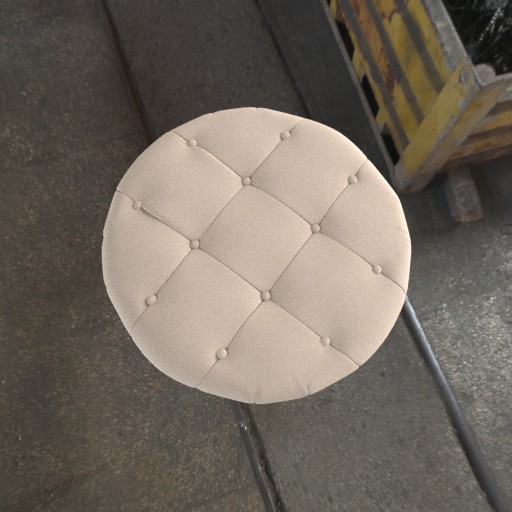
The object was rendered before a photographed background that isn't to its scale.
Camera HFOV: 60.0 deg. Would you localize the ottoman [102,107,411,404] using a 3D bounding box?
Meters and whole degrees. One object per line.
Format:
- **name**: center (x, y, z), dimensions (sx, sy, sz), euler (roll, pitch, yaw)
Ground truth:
- **ottoman**: center (0.000, 0.000, 1.432), dimensions (0.901, 0.439, 0.901), euler (0, 74, 0)
